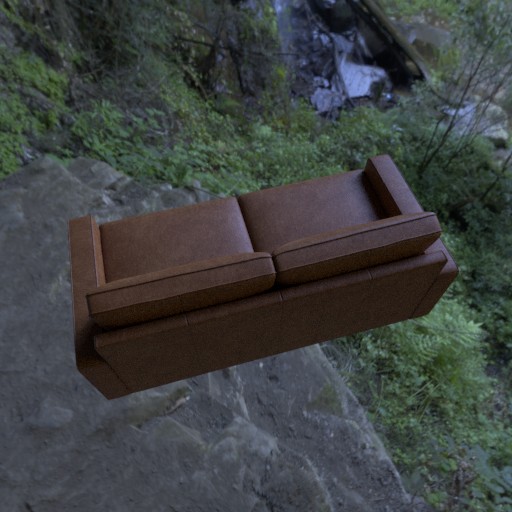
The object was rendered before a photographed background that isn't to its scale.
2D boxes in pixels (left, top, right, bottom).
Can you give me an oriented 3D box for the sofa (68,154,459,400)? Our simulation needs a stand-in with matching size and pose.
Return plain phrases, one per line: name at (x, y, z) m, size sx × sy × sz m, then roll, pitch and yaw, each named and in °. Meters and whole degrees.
sofa at (0.000, 0.000, 2.690) m, size 2.156 × 0.928 × 0.991 m, roll -13°, pitch 58°, yaw -8°
